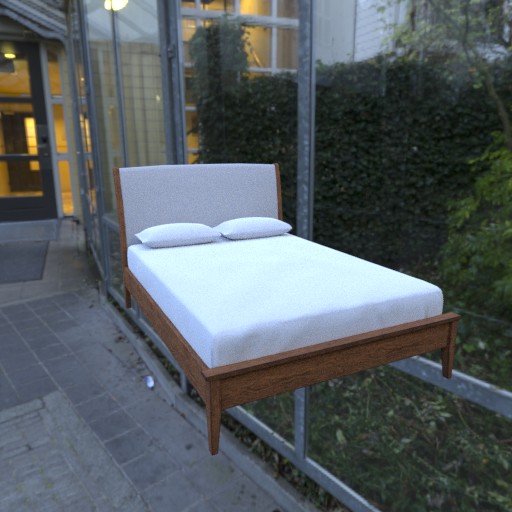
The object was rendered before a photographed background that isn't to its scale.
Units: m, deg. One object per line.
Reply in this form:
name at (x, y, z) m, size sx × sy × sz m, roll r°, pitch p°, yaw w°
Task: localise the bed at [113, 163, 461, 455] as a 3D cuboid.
bed at (0.000, 0.000, 3.002) m, size 1.502 × 1.135 × 2.108 m, roll -7°, pitch 16°, yaw -25°
